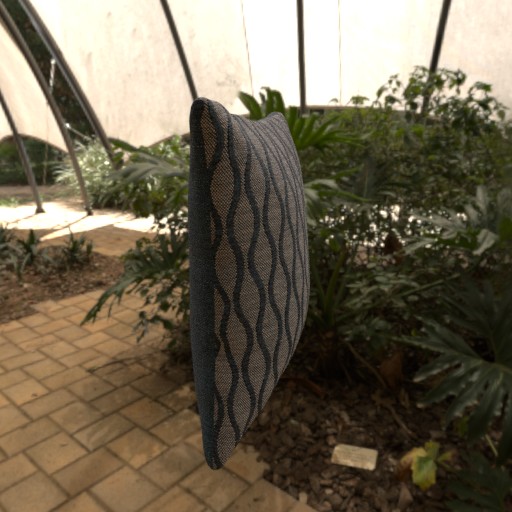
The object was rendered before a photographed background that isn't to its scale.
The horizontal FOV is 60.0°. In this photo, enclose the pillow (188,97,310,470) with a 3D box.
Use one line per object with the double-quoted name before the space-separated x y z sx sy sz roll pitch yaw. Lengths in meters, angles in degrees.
"pillow" 0.000 0.000 0.673 0.159 0.435 0.435 3 16 11
